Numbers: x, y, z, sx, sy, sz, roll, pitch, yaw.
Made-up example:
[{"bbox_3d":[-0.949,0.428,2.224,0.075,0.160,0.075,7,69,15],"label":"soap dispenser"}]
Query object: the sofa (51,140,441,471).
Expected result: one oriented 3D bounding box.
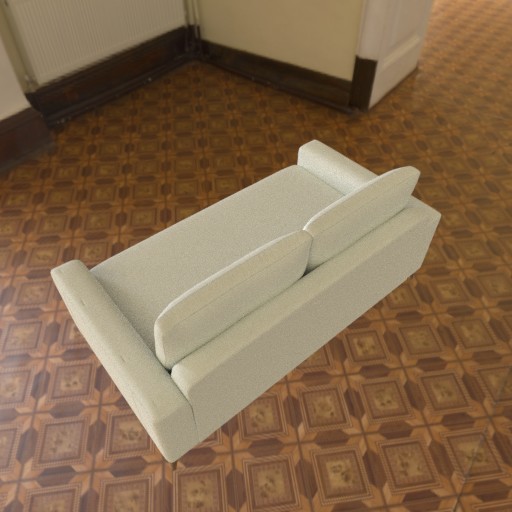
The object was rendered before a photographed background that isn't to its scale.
[{"bbox_3d":[0.000,0.000,2.147,1.650,0.790,0.920,-31,54,-26],"label":"sofa"}]
